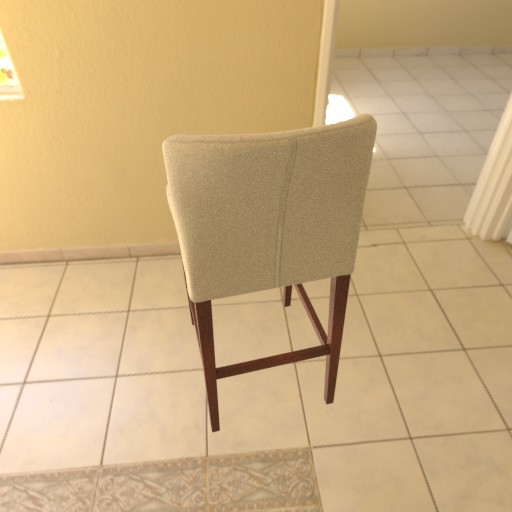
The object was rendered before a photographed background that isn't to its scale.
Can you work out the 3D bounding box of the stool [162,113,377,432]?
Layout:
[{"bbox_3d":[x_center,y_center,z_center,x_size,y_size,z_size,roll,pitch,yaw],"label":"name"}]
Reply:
[{"bbox_3d":[0.000,0.000,1.386,0.479,1.069,0.568,-10,42,-11],"label":"stool"}]
